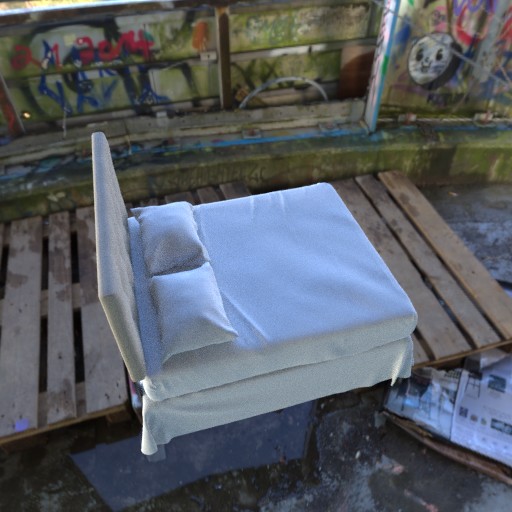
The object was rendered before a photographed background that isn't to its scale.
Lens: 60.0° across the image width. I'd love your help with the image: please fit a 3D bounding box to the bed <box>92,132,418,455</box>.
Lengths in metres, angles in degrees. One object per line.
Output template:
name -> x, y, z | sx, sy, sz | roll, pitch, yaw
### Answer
bed -> 0.000, 0.000, 3.452 | 2.222, 1.577, 1.936 | -11, 47, -11
